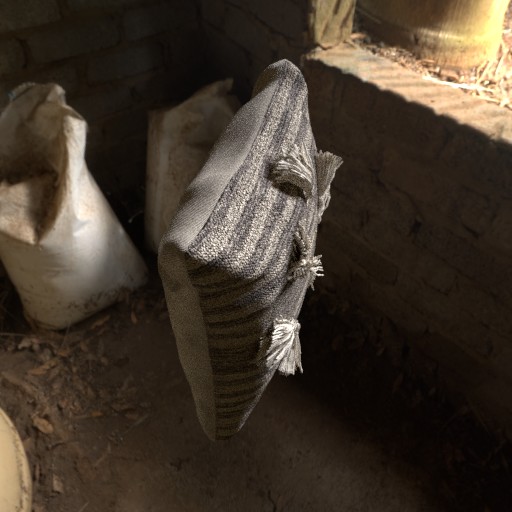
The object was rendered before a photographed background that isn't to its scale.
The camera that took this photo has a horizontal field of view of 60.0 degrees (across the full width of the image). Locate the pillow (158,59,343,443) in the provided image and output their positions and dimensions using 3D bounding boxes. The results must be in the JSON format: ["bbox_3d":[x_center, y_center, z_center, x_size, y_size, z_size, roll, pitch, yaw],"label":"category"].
[{"bbox_3d":[0.000,0.000,0.768,0.234,0.490,0.484,11,48,10],"label":"pillow"}]
